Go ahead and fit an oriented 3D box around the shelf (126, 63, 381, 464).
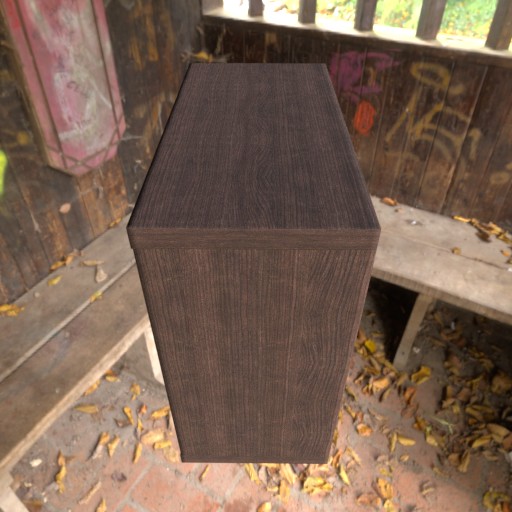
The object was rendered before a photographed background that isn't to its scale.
[{"bbox_3d":[0.000,0.000,1.232,0.390,0.786,0.790,0,41,0],"label":"shelf"}]
